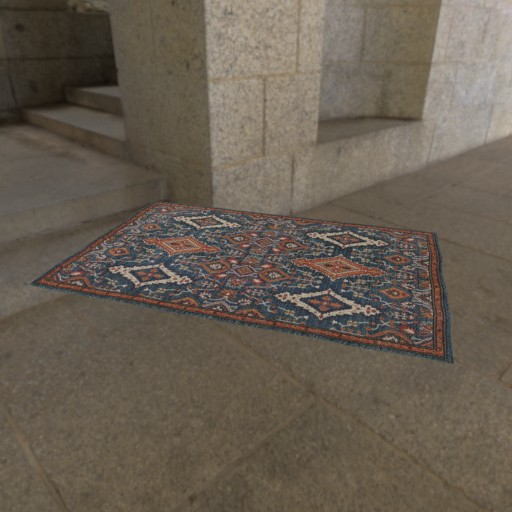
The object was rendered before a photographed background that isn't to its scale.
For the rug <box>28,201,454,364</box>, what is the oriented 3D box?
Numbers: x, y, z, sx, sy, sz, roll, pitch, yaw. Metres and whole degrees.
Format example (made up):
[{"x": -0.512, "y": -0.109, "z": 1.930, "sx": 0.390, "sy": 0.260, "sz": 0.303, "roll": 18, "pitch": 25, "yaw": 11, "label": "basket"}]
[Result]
[{"x": 0.000, "y": 0.000, "z": 4.203, "sx": 3.371, "sy": 0.008, "sz": 2.190, "roll": 8, "pitch": 28, "yaw": 15, "label": "rug"}]
